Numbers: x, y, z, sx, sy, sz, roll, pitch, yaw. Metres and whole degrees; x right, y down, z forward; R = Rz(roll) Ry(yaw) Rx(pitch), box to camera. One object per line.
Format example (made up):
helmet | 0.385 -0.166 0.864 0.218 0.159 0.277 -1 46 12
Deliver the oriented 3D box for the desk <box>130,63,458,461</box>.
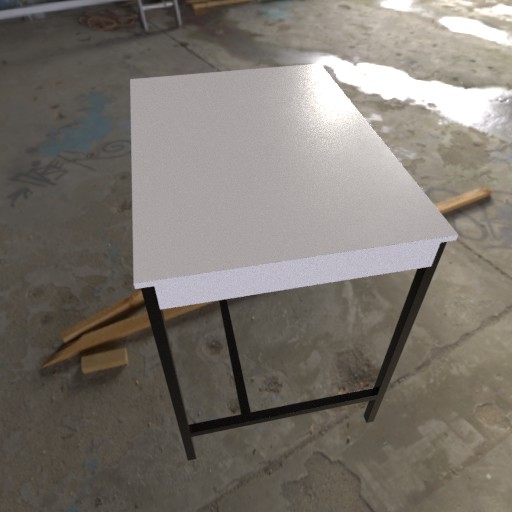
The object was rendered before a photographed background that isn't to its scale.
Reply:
desk | 0.000 0.000 1.305 0.573 0.766 0.811 -8 45 -8
